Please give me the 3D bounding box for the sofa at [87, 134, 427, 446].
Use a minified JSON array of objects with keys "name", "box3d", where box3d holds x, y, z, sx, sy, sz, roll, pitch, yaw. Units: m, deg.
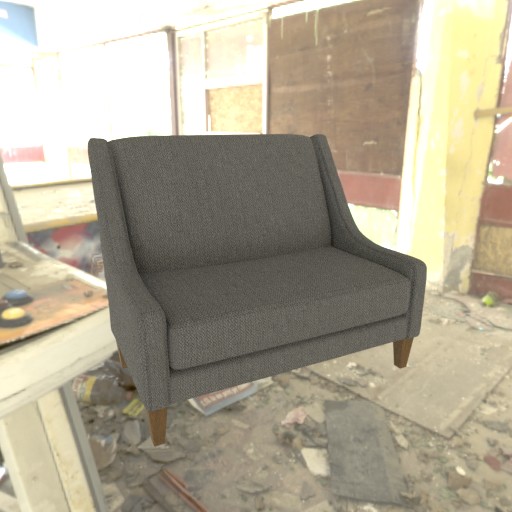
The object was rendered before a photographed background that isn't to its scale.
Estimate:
[{"name":"sofa","box3d":[0.000,0.000,1.963,1.242,1.022,0.873,-8,19,-26]}]
